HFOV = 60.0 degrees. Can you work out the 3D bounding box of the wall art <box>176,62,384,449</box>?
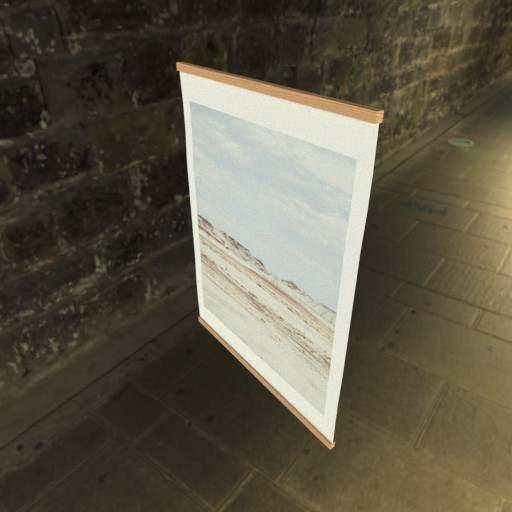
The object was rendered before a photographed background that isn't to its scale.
[{"bbox_3d":[0.000,0.000,0.811,0.011,0.605,0.458,-22,38,-31],"label":"wall art"}]
